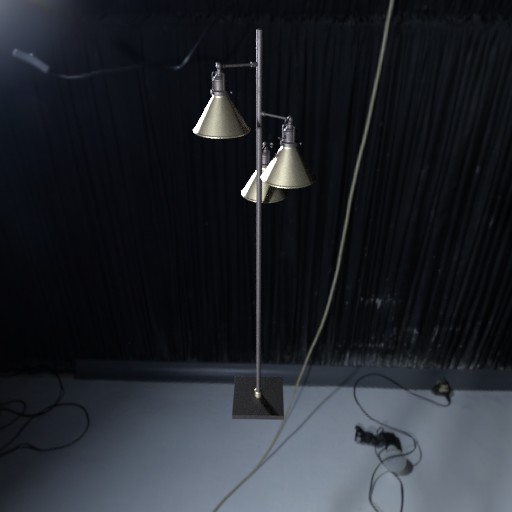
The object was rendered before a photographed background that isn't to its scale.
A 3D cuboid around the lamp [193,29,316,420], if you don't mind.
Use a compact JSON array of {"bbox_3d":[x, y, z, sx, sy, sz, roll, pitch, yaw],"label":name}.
[{"bbox_3d":[0.000,0.000,1.872,0.428,1.716,0.415,0,32,1],"label":"lamp"}]
